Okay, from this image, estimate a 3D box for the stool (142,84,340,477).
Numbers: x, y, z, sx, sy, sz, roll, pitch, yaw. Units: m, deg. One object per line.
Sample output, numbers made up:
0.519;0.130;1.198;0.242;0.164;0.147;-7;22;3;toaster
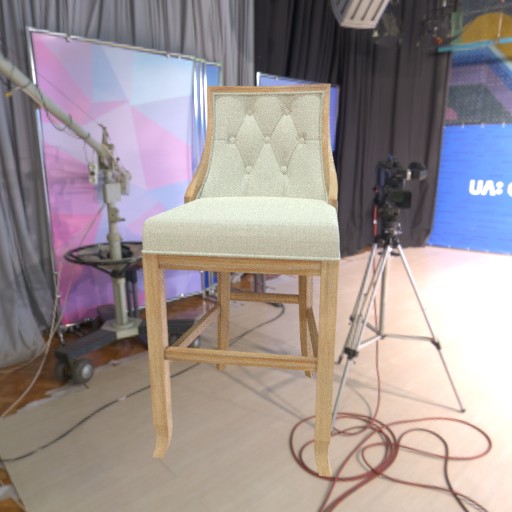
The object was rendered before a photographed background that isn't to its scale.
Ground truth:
0.000;0.000;1.438;0.524;1.101;0.626;2;15;9;stool
